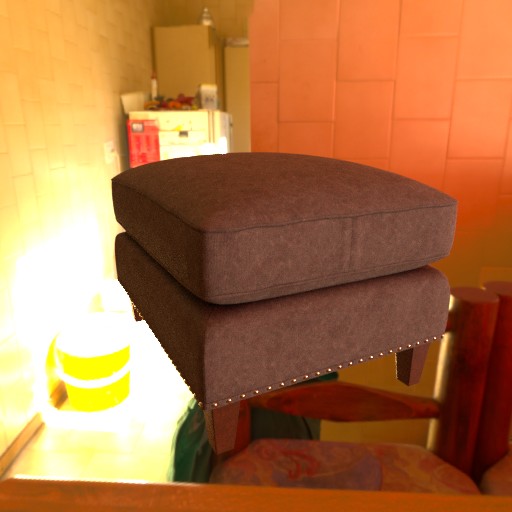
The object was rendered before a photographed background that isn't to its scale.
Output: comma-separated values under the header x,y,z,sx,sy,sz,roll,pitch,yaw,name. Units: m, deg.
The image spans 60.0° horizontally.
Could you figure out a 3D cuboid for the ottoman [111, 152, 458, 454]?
x,y,z,sx,sy,sz,roll,pitch,yaw,name
0.000,0.000,1.136,0.584,0.513,0.741,-8,19,-26,ottoman
